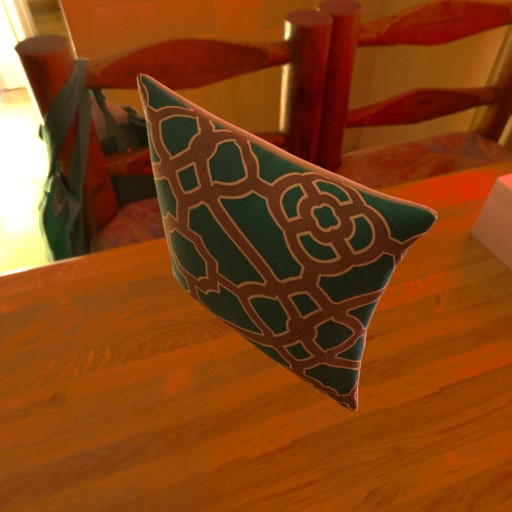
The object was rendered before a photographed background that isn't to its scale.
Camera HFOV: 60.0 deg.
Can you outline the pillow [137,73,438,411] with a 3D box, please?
[{"bbox_3d":[0.000,0.000,0.791,0.526,0.507,0.166,33,55,26],"label":"pillow"}]
